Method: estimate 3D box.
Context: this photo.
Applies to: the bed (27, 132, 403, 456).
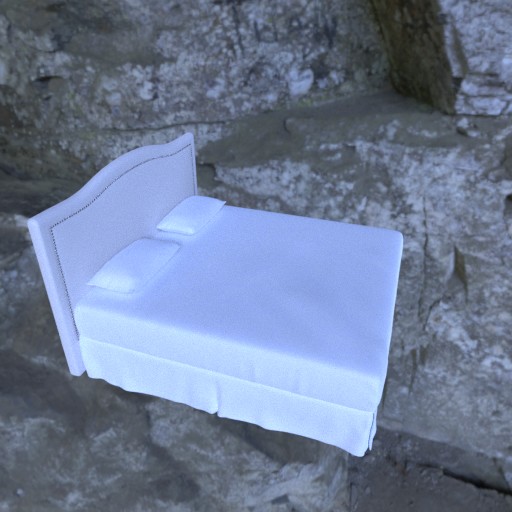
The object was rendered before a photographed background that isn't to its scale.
[{"bbox_3d":[0.000,0.000,3.455,2.182,1.421,2.083,10,32,17],"label":"bed"}]
